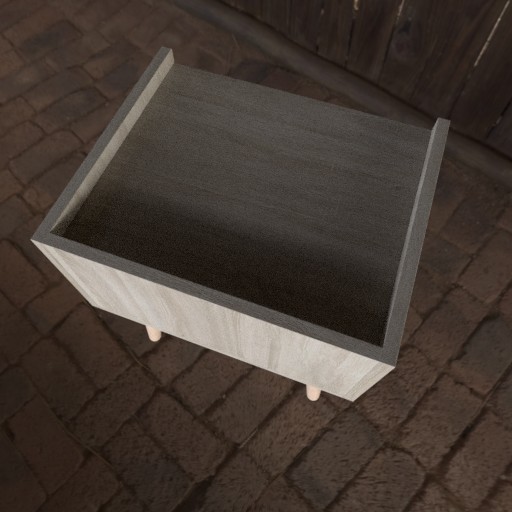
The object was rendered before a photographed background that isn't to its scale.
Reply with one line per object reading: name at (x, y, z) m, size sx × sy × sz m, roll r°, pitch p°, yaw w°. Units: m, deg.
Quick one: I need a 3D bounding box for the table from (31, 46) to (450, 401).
table at (0.000, 0.000, 0.793) m, size 0.450 × 0.470 × 0.370 m, roll 18°, pitch 65°, yaw 9°
